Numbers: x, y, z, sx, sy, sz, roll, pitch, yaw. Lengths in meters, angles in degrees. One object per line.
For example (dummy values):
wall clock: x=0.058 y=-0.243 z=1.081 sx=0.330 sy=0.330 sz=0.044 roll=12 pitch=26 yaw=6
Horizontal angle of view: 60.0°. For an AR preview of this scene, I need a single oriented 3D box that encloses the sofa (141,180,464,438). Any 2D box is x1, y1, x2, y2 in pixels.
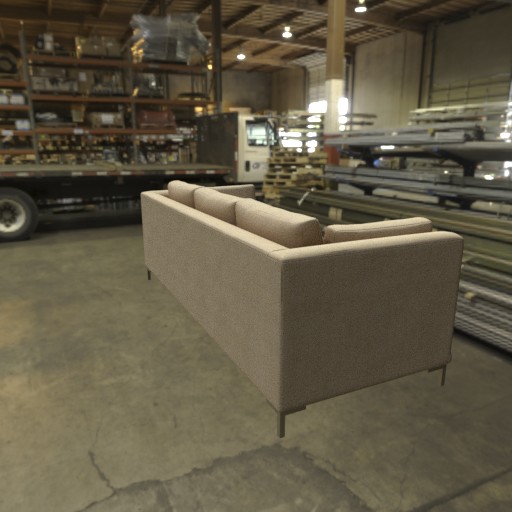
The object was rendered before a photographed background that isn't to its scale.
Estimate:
sofa: x=0.000 y=0.000 z=2.921 sx=0.969 sy=0.867 sz=2.415 roll=-7 pitch=16 yaw=-25
